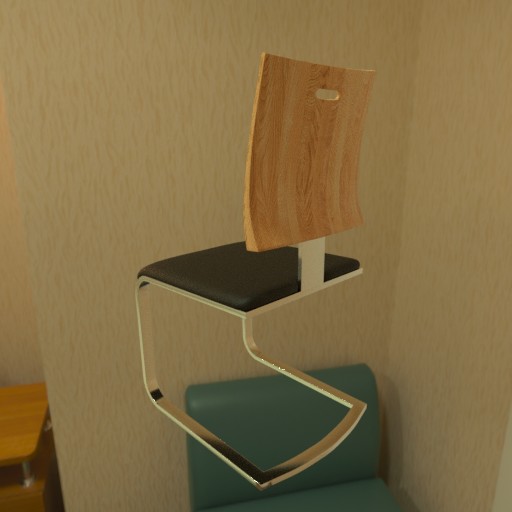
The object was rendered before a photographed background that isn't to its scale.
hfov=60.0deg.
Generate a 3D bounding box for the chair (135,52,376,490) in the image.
[{"bbox_3d":[0.000,0.000,1.208,0.462,0.936,0.560,-15,22,-42],"label":"chair"}]
